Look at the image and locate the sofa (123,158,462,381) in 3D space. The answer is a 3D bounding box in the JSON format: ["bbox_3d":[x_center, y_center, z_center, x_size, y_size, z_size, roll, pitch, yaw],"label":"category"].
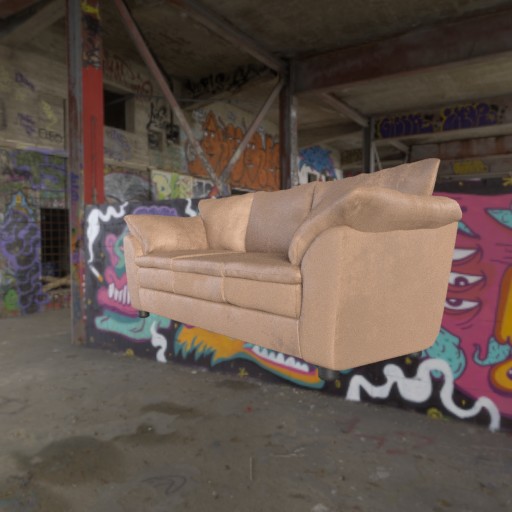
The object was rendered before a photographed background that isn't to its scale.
[{"bbox_3d":[0.000,0.000,2.804,0.893,0.981,2.377,-1,2,-37],"label":"sofa"}]
